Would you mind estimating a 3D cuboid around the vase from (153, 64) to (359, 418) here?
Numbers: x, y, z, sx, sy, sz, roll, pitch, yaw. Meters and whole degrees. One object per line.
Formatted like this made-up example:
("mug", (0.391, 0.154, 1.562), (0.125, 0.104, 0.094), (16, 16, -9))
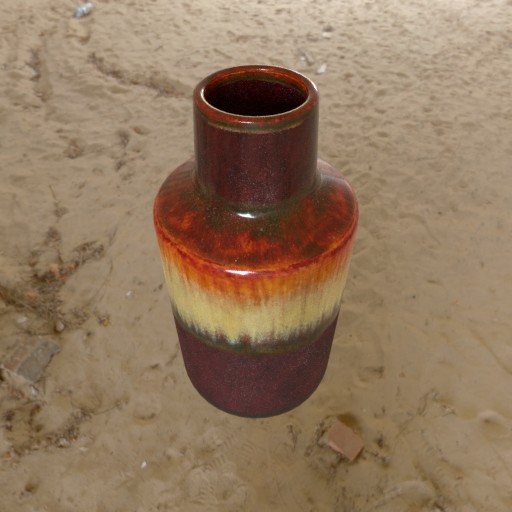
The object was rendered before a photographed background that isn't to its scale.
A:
("vase", (0.000, 0.000, 0.261), (0.108, 0.204, 0.108), (0, 46, 0))
